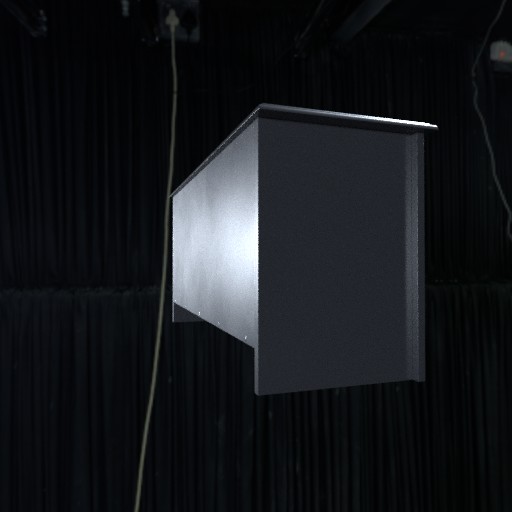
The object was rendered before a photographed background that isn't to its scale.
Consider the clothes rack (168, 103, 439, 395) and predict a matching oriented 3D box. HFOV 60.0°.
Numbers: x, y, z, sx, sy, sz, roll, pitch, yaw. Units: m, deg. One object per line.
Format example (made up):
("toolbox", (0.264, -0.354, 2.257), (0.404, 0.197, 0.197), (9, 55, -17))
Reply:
("clothes rack", (0.000, 0.000, 1.453), (0.406, 0.556, 1.219), (0, -1, -19))
